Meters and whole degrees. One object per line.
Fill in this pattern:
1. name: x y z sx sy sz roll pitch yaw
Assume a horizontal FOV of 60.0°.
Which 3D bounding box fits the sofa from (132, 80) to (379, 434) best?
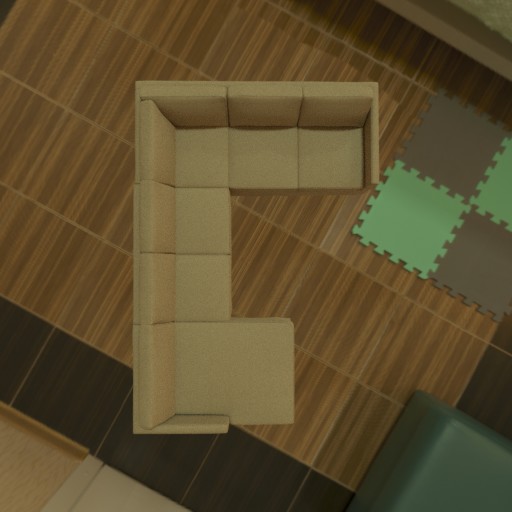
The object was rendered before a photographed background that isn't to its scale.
1. sofa: 0.000 0.000 4.609 2.476 0.878 3.528 0 89 -1
